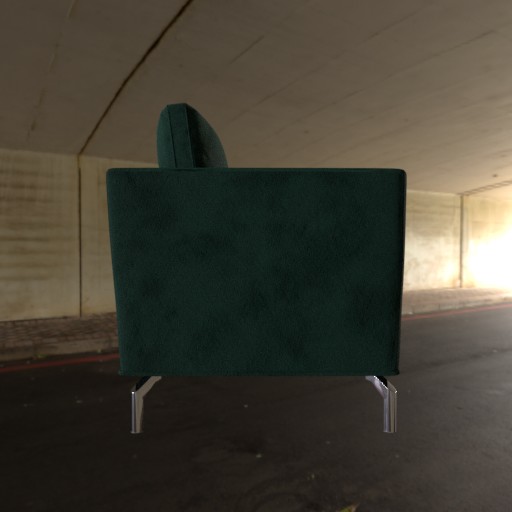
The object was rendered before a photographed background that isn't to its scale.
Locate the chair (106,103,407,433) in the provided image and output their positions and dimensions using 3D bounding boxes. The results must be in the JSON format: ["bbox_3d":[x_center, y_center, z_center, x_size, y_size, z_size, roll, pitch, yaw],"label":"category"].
[{"bbox_3d":[0.000,0.000,1.753,0.852,0.997,1.047,0,1,0],"label":"chair"}]
